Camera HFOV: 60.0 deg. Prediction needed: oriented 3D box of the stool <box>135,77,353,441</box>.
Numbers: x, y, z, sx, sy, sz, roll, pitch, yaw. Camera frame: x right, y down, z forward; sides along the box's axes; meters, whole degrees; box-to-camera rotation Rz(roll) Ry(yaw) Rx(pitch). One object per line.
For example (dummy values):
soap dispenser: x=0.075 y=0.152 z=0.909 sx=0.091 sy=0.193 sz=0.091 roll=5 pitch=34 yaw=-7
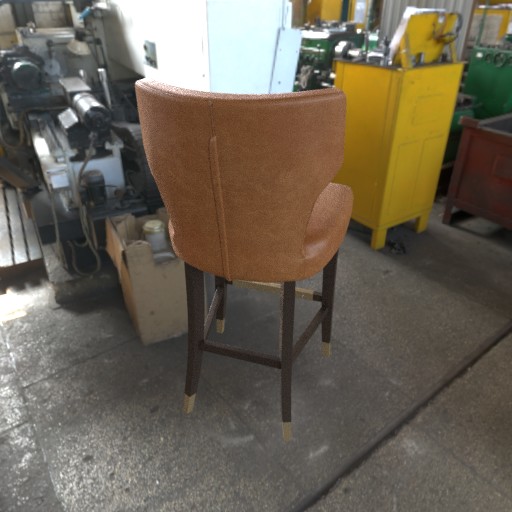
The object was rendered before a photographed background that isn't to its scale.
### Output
stool: x=0.000 y=0.000 z=1.405 sx=0.526 sy=1.092 sz=0.563 roll=10 pitch=32 yaw=16
